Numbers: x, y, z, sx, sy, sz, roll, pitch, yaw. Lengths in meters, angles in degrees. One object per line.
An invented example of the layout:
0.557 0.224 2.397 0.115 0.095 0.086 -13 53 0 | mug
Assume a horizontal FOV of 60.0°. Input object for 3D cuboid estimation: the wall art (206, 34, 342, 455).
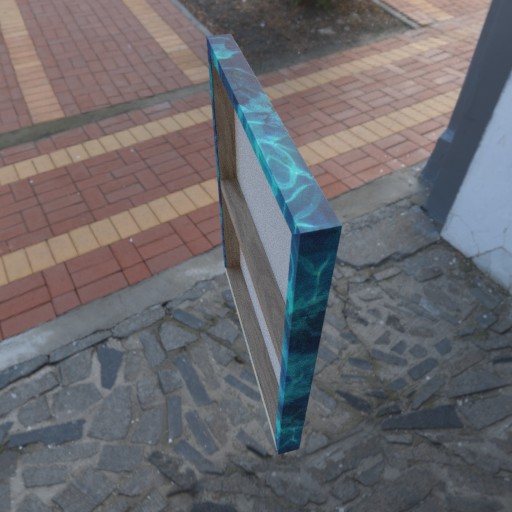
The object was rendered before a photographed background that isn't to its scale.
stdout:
0.000 0.000 0.696 0.038 0.508 0.432 -11 48 -10 | wall art
